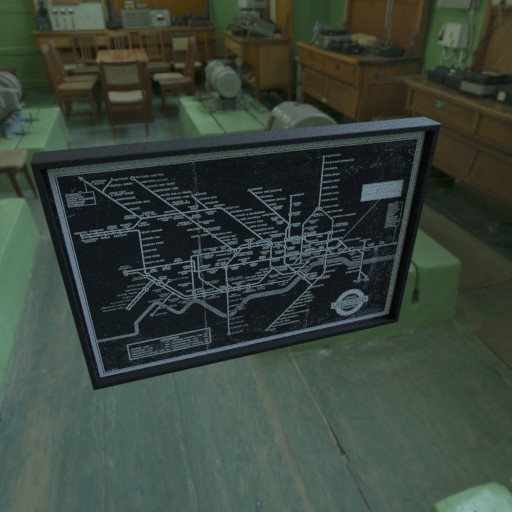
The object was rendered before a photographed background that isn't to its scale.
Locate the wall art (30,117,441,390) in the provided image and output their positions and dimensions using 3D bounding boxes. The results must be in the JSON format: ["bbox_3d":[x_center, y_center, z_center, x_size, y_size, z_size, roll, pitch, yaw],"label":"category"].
[{"bbox_3d":[0.000,0.000,0.839,0.671,0.456,0.051,-9,33,-15],"label":"wall art"}]
